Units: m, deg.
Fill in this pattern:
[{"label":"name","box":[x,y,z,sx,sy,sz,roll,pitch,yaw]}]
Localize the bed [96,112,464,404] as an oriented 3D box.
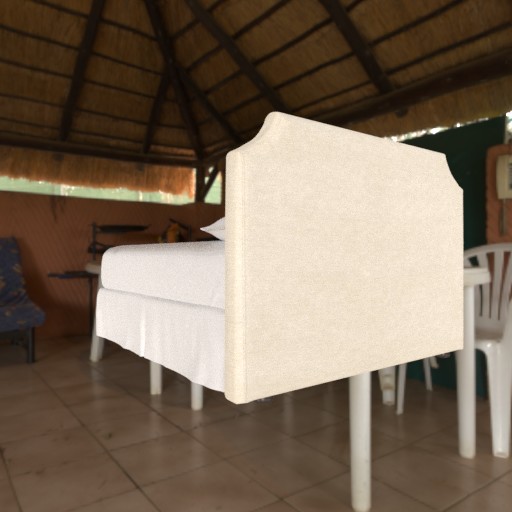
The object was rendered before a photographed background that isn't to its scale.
[{"label":"bed","box":[0.000,0.000,3.216,1.828,1.297,2.164,0,0,-37]}]
